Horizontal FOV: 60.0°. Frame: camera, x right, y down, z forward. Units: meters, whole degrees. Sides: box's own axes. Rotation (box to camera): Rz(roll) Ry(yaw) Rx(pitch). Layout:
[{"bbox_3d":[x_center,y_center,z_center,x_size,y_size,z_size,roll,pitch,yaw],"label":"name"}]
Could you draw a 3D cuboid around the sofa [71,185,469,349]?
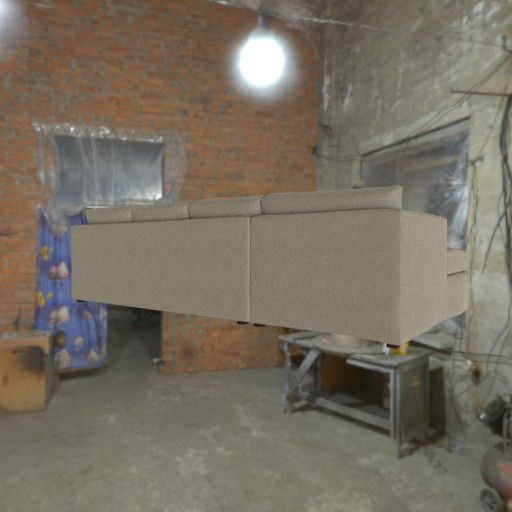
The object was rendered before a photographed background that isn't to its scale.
[{"bbox_3d":[0.000,0.000,3.910,3.205,0.922,1.650,1,2,37],"label":"sofa"}]
